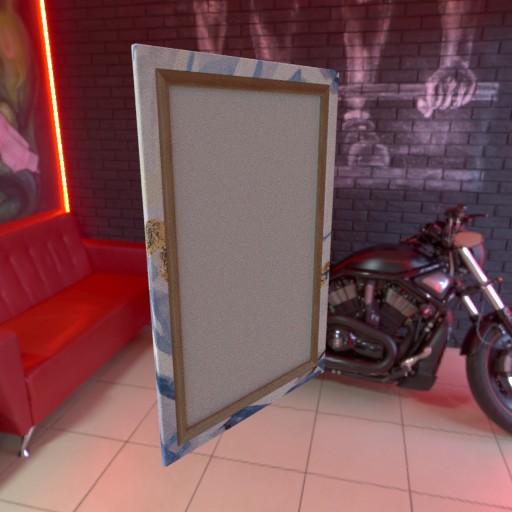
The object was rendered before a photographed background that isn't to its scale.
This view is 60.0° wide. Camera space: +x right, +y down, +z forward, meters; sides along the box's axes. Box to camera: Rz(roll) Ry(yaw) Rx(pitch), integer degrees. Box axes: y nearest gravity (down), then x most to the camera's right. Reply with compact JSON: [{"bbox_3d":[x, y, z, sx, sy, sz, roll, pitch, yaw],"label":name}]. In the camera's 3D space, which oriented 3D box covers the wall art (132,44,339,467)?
[{"bbox_3d":[0.000,0.000,1.121,0.610,0.914,0.016,-16,23,-42],"label":"wall art"}]
